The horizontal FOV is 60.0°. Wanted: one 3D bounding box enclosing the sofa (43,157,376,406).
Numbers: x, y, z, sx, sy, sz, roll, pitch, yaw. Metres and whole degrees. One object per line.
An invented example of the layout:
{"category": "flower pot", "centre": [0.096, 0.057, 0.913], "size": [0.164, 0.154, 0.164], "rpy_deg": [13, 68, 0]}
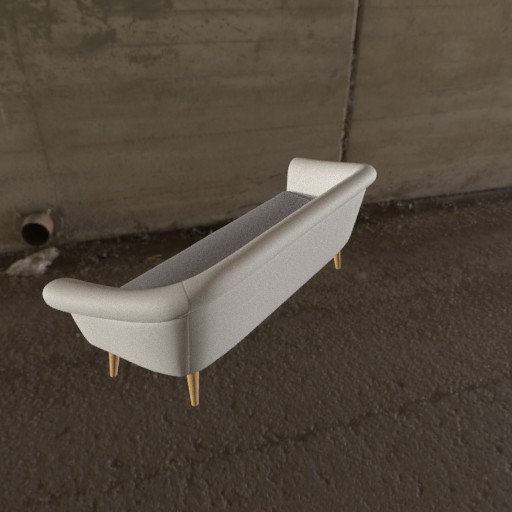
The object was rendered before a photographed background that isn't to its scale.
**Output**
{"category": "sofa", "centre": [0.000, 0.000, 2.608], "size": [0.827, 0.795, 2.160], "rpy_deg": [21, 37, 30]}
